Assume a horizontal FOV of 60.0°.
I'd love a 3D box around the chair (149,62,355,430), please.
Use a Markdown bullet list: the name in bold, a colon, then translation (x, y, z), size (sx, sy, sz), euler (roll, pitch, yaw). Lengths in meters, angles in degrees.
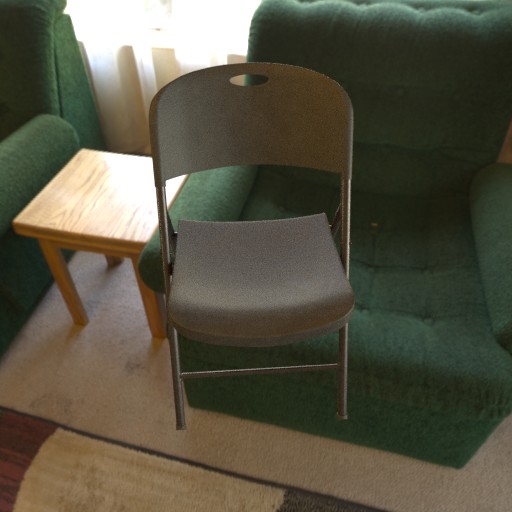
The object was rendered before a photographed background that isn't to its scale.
- **chair**: translation (0.000, 0.000, 1.184), size (0.494, 0.810, 0.566), euler (-3, 44, -3)
